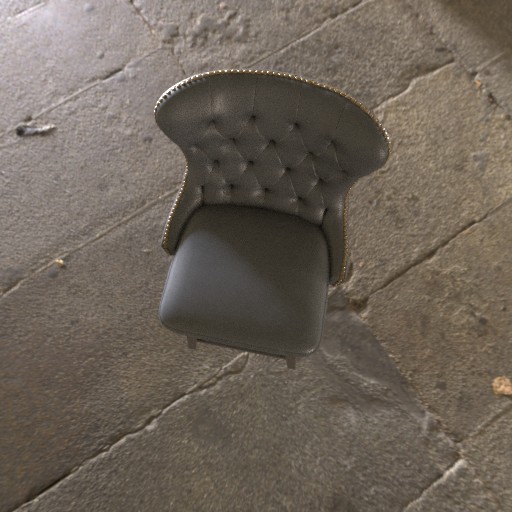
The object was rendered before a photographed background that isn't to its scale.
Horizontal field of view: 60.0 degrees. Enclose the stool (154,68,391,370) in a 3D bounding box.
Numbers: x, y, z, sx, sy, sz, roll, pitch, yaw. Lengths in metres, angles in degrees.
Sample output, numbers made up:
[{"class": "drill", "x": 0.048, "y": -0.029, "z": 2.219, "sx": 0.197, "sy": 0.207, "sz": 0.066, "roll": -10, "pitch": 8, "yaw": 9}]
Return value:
[{"class": "stool", "x": 0.000, "y": 0.000, "z": 1.340, "sx": 0.528, "sy": 0.971, "sz": 0.593, "roll": 11, "pitch": 76, "yaw": 3}]
